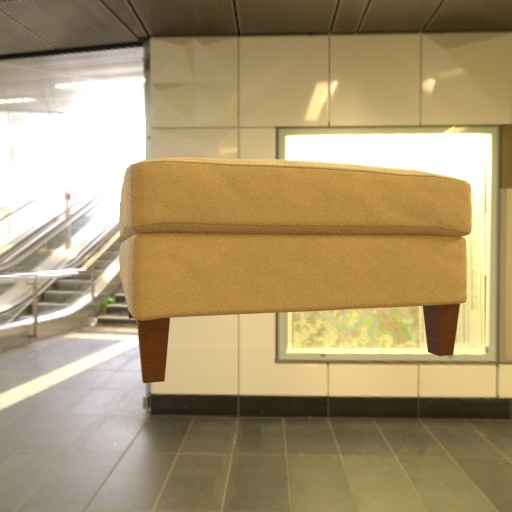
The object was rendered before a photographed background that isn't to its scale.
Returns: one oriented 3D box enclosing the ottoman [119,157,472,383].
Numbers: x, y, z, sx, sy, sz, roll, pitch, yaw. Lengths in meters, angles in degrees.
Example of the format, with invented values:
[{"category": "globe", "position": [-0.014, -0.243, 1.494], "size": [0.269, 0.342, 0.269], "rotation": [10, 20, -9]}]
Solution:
[{"category": "ottoman", "position": [0.000, 0.000, 1.431], "size": [0.836, 0.492, 1.002], "rotation": [0, 1, -18]}]
